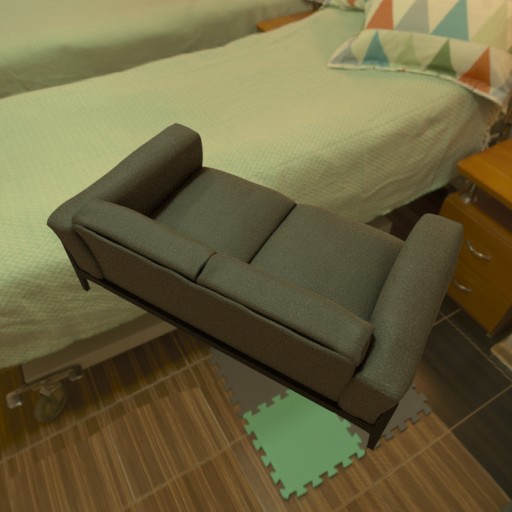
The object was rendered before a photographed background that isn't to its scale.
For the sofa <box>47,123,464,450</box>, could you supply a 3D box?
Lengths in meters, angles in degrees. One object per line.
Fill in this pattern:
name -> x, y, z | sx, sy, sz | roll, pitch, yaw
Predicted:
sofa -> 0.000, 0.000, 2.157 | 1.690, 0.656, 0.960 | 24, 52, 20
